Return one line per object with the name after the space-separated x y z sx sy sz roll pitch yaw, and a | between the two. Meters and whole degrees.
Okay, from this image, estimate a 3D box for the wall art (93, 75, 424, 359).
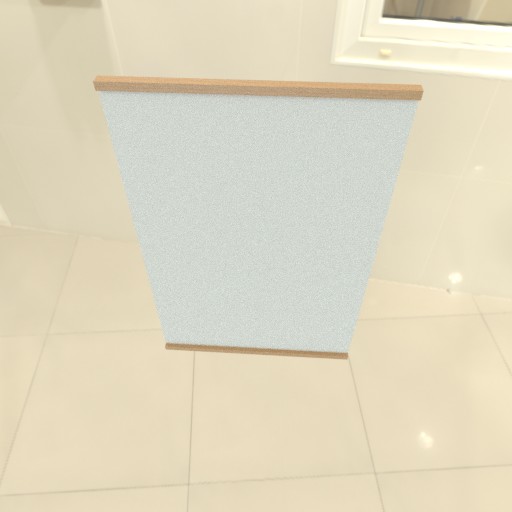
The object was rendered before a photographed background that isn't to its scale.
0.000 0.000 0.637 0.335 0.510 0.013 3 46 3 | wall art
